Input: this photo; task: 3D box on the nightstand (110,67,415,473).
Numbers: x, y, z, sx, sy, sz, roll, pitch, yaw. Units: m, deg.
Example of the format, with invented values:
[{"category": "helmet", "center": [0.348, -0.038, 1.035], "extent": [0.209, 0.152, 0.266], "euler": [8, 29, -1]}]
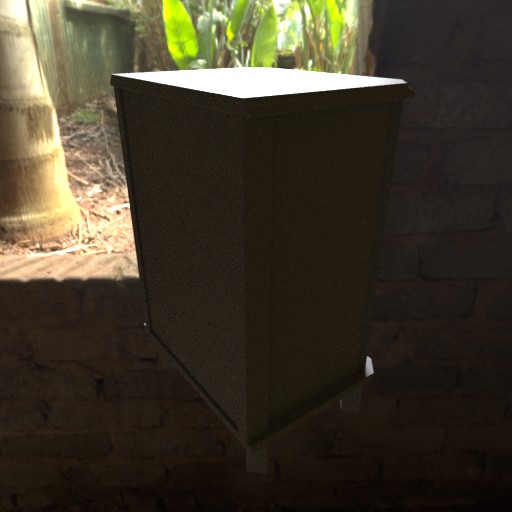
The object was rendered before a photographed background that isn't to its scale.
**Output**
[{"category": "nightstand", "center": [0.000, 0.000, 0.907], "extent": [0.350, 0.680, 0.450], "euler": [-18, 32, -32]}]
